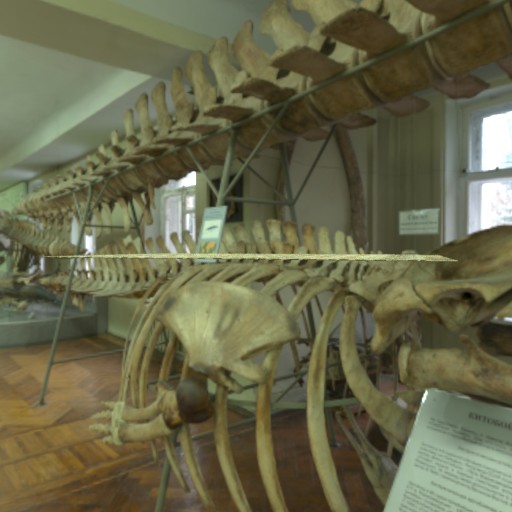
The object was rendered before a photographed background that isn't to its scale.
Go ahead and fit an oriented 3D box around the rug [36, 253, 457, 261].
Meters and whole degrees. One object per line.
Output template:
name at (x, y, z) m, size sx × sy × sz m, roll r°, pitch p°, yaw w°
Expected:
rug at (0.000, 0.000, 3.075) m, size 2.438 × 0.008 × 1.524 m, roll 0°, pitch 1°, yaw 19°
